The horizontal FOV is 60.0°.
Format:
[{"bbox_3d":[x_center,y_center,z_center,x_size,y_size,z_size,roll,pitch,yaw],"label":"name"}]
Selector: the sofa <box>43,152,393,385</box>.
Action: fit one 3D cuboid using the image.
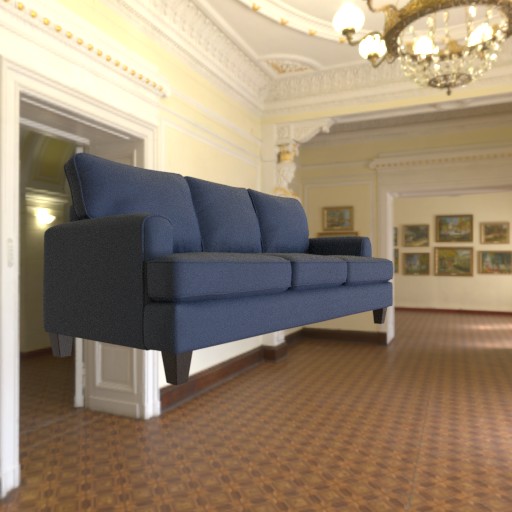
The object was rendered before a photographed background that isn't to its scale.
[{"bbox_3d":[0.000,0.000,2.664,0.951,0.965,2.158,-1,-1,37],"label":"sofa"}]
